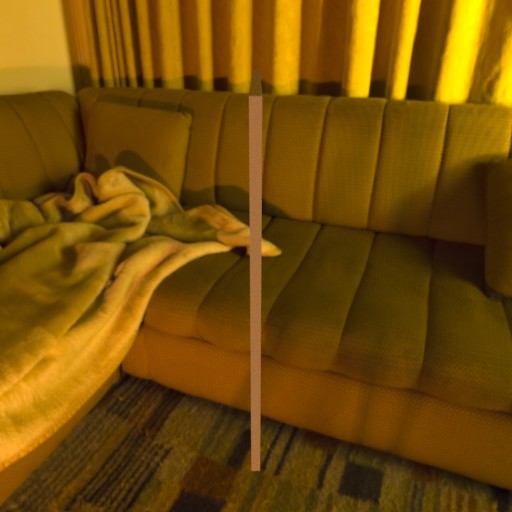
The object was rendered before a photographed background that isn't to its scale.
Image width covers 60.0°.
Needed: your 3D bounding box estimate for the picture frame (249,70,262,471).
[{"bbox_3d":[0.000,0.000,0.618,0.011,0.459,0.326,0,26,0],"label":"picture frame"}]
